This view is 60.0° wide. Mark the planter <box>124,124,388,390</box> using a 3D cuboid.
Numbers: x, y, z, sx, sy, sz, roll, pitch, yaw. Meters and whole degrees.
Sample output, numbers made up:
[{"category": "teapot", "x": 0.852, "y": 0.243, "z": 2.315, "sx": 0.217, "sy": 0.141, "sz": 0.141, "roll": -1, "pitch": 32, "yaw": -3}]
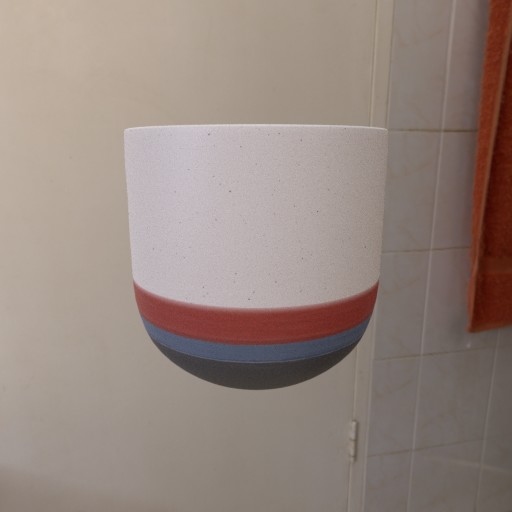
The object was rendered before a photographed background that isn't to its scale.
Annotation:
[{"category": "planter", "x": 0.000, "y": 0.000, "z": 0.496, "sx": 0.268, "sy": 0.270, "sz": 0.268, "roll": 0, "pitch": 14, "yaw": 0}]
